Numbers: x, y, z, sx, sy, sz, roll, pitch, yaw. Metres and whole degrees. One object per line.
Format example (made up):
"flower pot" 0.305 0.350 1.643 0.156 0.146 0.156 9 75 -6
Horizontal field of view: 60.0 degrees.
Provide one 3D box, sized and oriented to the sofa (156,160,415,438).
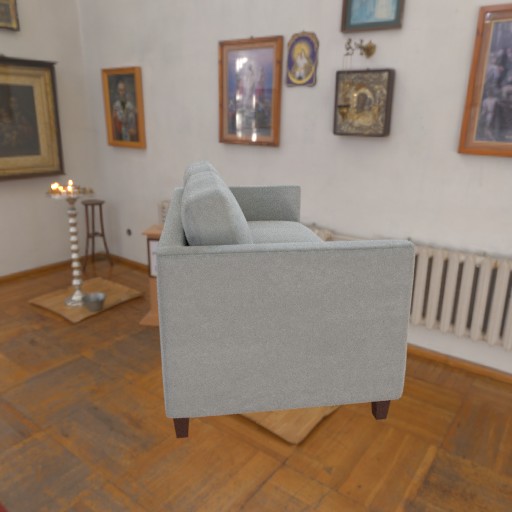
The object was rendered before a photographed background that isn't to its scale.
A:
"sofa" 0.000 0.000 2.465 0.950 0.963 1.884 -2 16 -8
